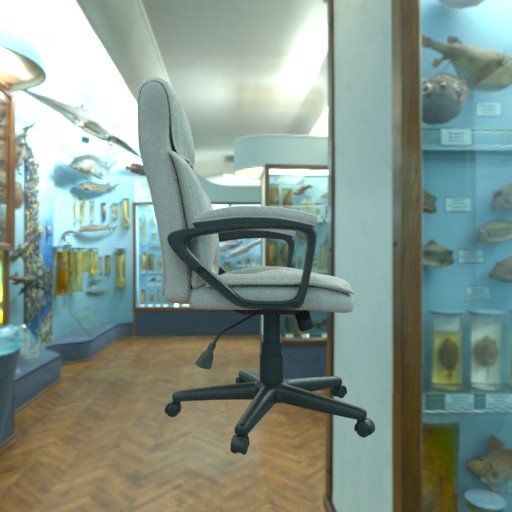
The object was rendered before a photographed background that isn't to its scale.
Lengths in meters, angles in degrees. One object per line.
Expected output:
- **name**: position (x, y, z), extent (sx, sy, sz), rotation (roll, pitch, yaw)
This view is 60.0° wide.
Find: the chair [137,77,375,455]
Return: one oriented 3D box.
- **chair**: position (0.000, 0.000, 1.545), extent (0.724, 1.105, 0.667), rotation (0, 0, -1)
